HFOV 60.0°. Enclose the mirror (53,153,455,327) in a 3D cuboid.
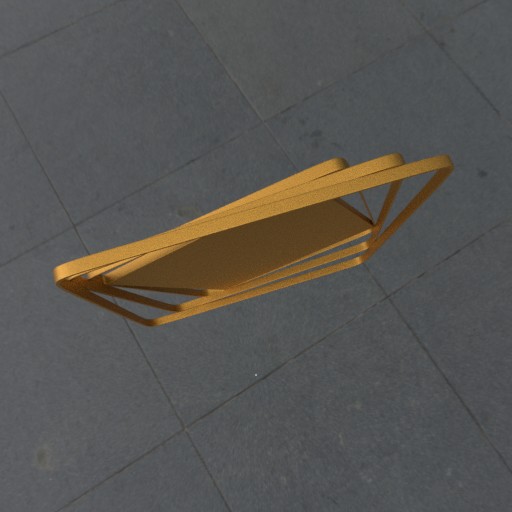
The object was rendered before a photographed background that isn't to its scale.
[{"bbox_3d":[0.000,0.000,0.697,0.470,0.468,0.045,-17,76,-4],"label":"mirror"}]
